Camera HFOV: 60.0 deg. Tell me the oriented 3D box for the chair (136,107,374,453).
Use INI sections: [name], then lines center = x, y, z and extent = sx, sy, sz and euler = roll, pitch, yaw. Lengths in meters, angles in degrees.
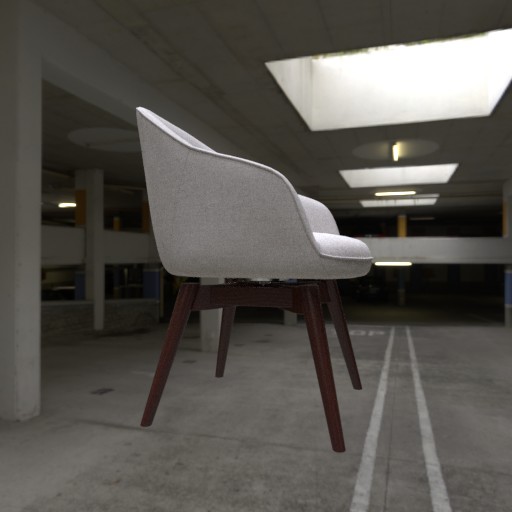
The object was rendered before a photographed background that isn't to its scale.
[chair]
center = 0.000, 0.000, 1.236
extent = 0.635, 0.823, 0.596
euler = 0, 0, 18
